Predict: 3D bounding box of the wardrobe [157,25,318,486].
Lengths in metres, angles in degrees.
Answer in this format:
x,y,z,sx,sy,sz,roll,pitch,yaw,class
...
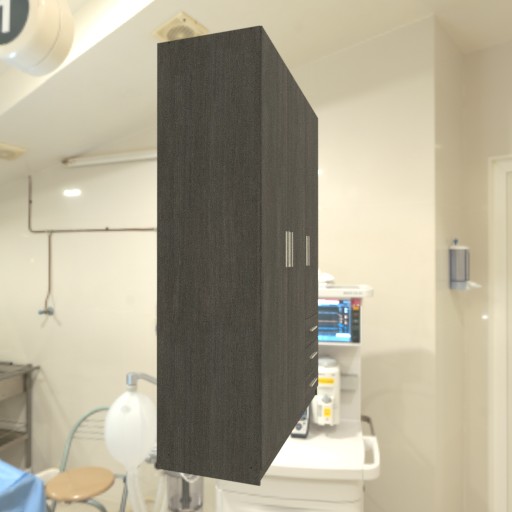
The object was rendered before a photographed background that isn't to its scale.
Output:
x,y,z,sx,sy,sz,roll,pitch,yaw,class
0.000,0.000,2.523,0.510,1.910,1.290,0,0,18,wardrobe
